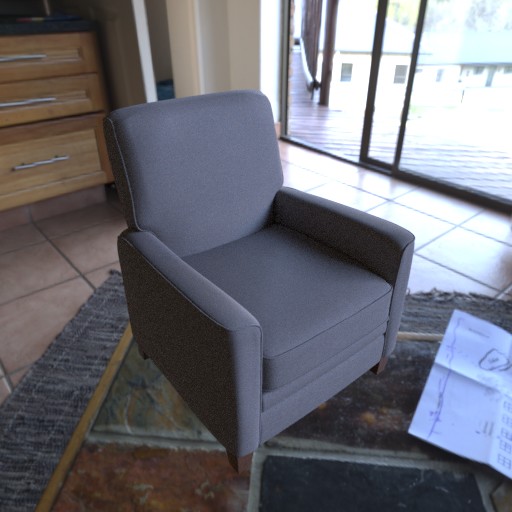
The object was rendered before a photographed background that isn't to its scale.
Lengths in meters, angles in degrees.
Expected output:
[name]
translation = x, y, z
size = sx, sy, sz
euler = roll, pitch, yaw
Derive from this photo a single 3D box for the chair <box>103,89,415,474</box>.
[chair]
translation = 0.000, 0.000, 1.630
size = 0.845, 1.023, 0.859
euler = -22, 37, -33
